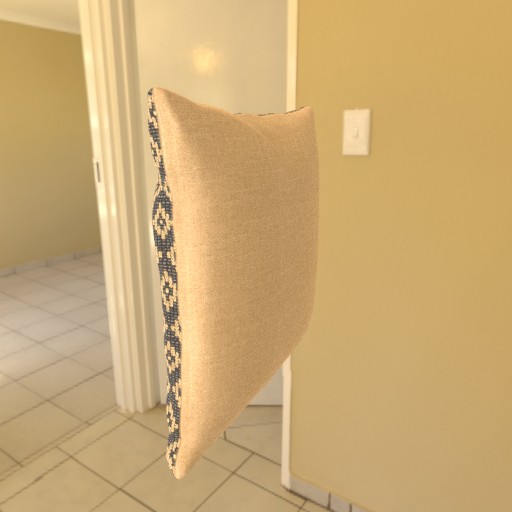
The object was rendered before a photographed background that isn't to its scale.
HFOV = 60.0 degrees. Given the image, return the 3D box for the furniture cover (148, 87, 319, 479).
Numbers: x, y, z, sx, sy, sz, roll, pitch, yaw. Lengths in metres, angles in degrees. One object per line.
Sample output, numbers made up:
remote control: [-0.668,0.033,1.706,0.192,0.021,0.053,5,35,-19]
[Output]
furniture cover: [0.000,0.000,0.644,0.139,0.431,0.431,7,17,25]
